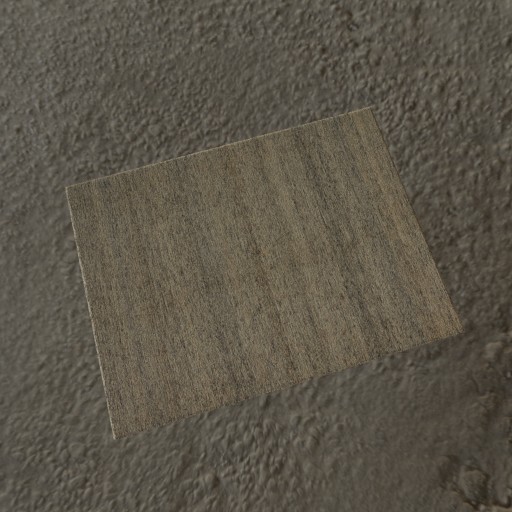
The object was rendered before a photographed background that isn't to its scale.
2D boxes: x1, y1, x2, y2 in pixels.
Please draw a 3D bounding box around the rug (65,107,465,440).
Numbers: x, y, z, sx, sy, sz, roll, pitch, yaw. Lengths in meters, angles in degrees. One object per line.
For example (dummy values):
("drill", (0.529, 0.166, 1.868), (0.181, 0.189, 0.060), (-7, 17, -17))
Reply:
("rug", (0.000, 0.000, 4.166), (3.199, 0.036, 2.414), (-16, 75, -4))
